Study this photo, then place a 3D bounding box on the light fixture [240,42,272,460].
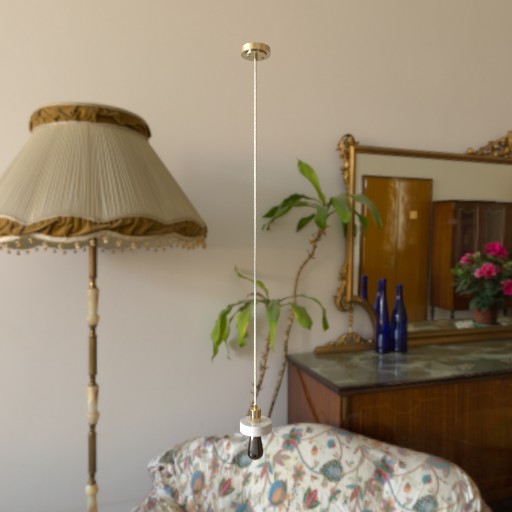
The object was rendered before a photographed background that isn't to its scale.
[{"bbox_3d":[0.000,0.000,1.803,0.129,1.669,0.129,1,1,36],"label":"light fixture"}]
